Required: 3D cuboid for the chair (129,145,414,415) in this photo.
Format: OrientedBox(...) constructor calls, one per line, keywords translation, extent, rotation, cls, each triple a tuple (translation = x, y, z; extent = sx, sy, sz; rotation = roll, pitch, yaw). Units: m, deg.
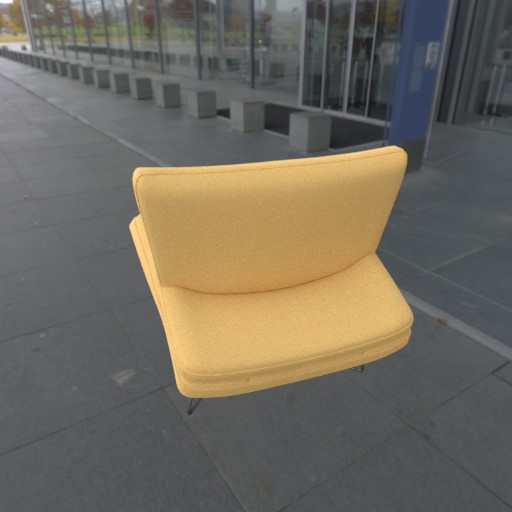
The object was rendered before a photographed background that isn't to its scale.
OrientedBox(translation=(0.000, 0.000, 1.669), extent=(0.859, 0.855, 1.008), rotation=(-9, 28, -17), cls="chair")
